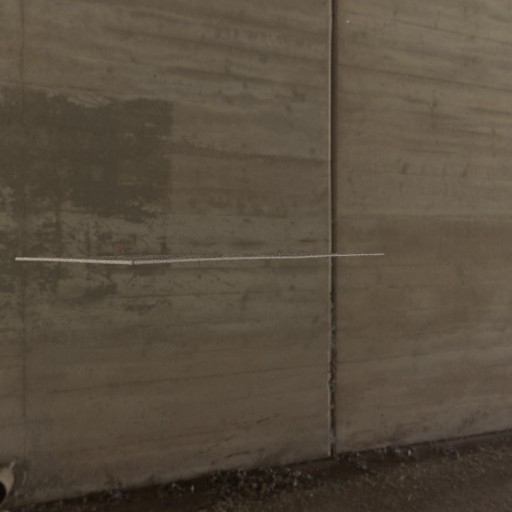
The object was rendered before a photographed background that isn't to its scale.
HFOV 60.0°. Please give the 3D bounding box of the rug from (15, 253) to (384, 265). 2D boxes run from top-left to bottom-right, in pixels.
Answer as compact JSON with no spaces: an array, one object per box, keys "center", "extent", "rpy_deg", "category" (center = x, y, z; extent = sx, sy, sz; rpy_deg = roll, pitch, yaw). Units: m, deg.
[{"center":[0.000,0.000,2.334],"extent":[0.645,0.015,2.182],"rpy_deg":[1,1,35],"category":"rug"}]
